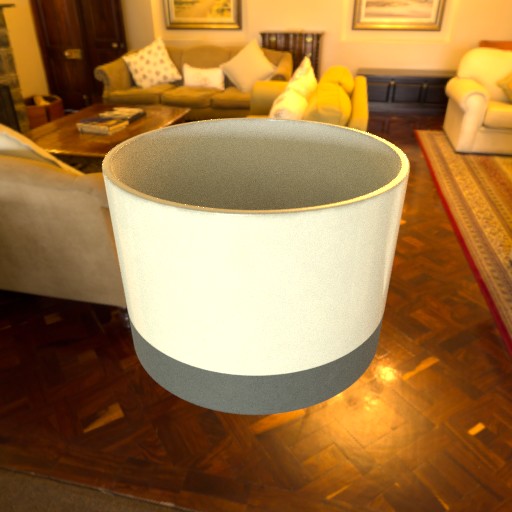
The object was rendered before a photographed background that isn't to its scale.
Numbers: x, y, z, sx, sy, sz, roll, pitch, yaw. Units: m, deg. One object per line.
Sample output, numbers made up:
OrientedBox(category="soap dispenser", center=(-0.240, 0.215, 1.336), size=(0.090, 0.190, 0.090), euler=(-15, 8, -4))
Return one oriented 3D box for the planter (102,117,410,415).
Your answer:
OrientedBox(category="planter", center=(0.000, 0.000, 0.219), size=(0.128, 0.105, 0.128), euler=(0, 30, 0))
